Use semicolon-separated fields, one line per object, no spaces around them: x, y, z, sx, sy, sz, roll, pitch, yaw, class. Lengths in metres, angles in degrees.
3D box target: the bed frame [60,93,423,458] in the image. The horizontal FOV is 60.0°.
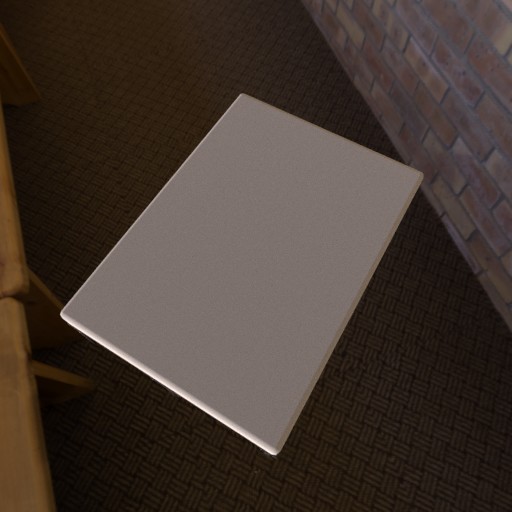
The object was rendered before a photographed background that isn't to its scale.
0.000;0.000;3.868;2.205;0.680;2.842;35;69;16;bed frame
